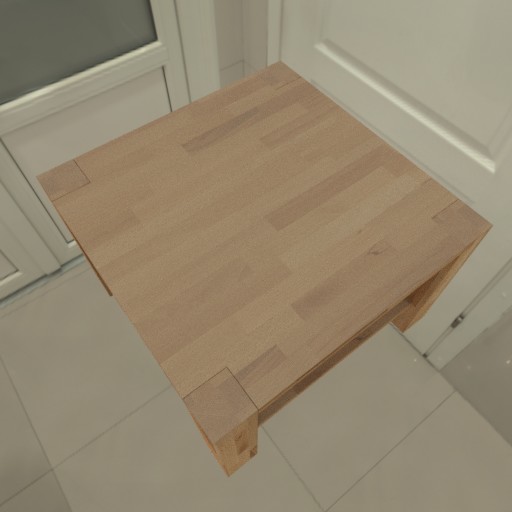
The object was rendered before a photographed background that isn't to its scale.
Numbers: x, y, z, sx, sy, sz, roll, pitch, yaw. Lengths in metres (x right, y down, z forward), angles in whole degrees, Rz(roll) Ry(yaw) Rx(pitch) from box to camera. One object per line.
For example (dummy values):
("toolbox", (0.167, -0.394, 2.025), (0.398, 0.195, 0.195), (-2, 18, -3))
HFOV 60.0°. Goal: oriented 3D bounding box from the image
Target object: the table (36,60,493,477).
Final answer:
("table", (0.000, 0.000, 1.141), (0.700, 0.451, 0.700), (-33, 63, -19))
